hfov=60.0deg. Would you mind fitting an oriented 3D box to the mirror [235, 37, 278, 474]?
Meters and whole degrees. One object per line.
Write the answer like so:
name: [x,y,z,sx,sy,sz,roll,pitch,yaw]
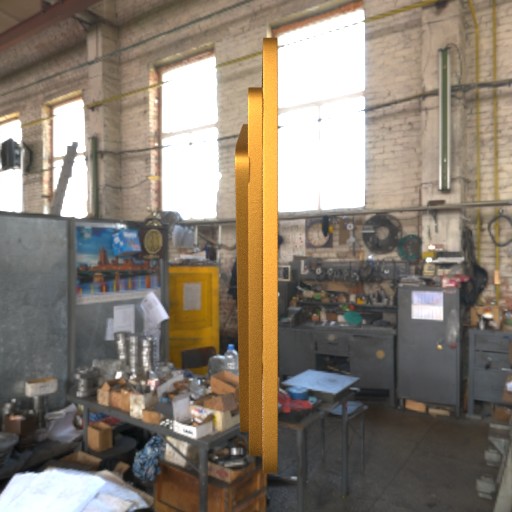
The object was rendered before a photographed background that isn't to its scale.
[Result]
mirror: [0.000,0.000,0.678,0.045,0.468,0.470,0,0,0]
